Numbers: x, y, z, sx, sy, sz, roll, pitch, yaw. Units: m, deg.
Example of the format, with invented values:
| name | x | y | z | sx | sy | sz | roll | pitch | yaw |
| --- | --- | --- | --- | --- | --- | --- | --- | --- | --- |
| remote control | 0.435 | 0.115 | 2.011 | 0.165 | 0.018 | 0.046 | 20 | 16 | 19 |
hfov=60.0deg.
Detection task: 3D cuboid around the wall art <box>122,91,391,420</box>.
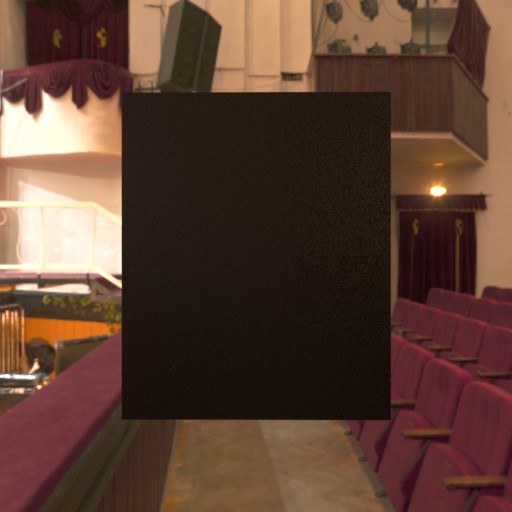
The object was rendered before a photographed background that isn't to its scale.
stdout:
| name | x | y | z | sx | sy | sz | roll | pitch | yaw |
| --- | --- | --- | --- | --- | --- | --- | --- | --- | --- |
| wall art | 0.000 | 0.000 | 0.766 | 0.457 | 0.557 | 0.028 | 0 | 0 | 0 |
